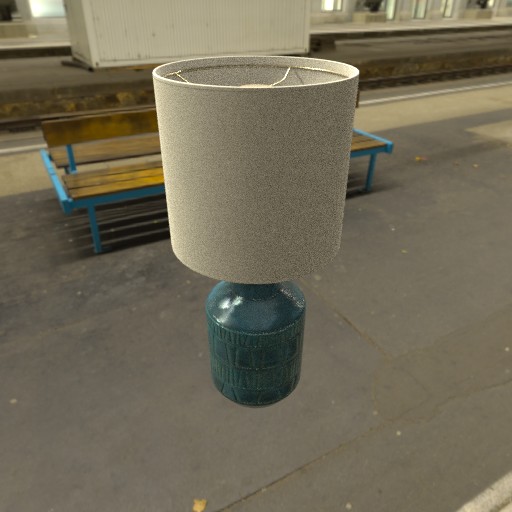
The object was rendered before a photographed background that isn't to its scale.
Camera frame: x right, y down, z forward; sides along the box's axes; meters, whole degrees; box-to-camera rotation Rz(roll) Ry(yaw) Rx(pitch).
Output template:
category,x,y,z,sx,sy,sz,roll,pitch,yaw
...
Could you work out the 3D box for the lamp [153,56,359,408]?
category,x,y,z,sx,sy,sz,roll,pitch,yaw
lamp,0.000,0.000,0.578,0.211,0.455,0.211,22,37,33
